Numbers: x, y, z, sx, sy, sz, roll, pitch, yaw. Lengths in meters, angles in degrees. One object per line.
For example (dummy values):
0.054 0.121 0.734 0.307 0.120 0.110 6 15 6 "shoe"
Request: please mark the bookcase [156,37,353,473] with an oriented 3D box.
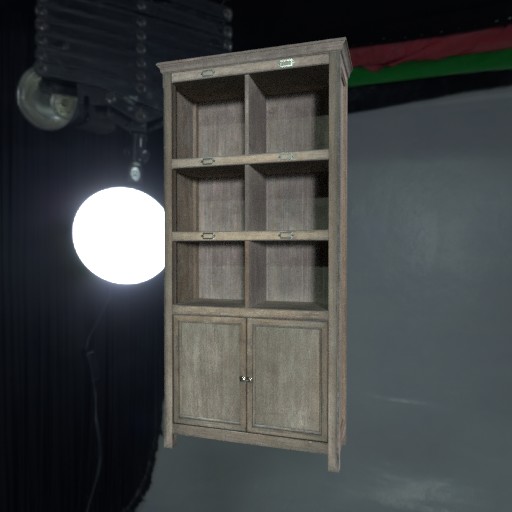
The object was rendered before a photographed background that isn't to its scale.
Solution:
0.000 0.000 2.190 0.906 1.880 0.348 0 1 17 "bookcase"
